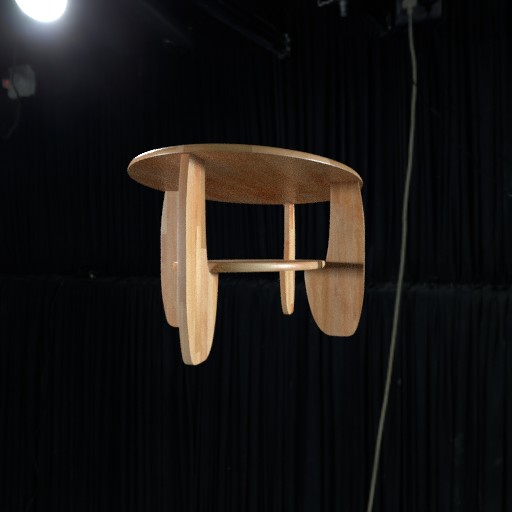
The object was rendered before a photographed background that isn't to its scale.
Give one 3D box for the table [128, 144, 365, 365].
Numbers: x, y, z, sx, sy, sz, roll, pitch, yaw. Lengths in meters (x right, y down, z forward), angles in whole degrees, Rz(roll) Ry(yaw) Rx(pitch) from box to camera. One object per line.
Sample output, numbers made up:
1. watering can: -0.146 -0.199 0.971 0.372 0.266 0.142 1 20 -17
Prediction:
1. table: 0.000 0.000 1.450 0.690 0.490 1.040 0 0 18
